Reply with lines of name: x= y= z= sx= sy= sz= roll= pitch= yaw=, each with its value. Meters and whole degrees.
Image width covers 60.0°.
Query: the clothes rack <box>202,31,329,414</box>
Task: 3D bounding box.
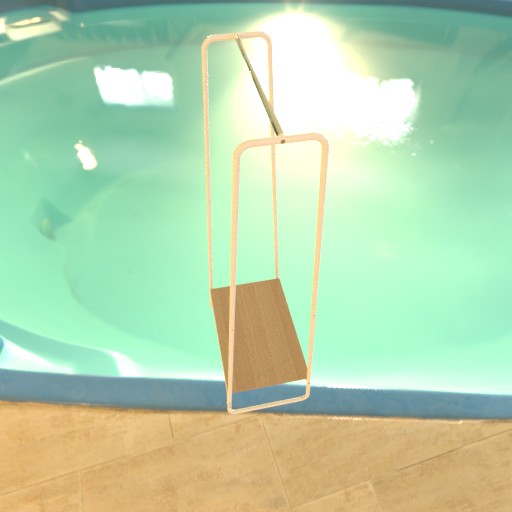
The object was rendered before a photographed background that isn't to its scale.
clothes rack: x=0.000 y=0.000 z=1.800 sx=0.400 sy=1.500 sz=0.640 roll=-9 pitch=48 yaw=-8
